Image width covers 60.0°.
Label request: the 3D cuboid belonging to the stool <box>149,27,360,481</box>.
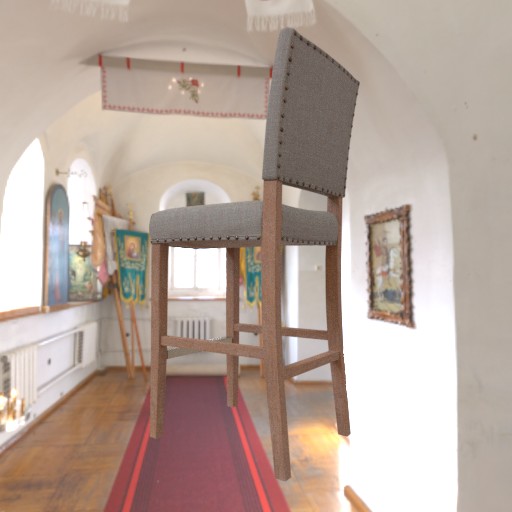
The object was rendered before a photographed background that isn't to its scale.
[{"bbox_3d":[0.000,0.000,1.489,0.585,1.203,0.445,-1,-1,37],"label":"stool"}]
